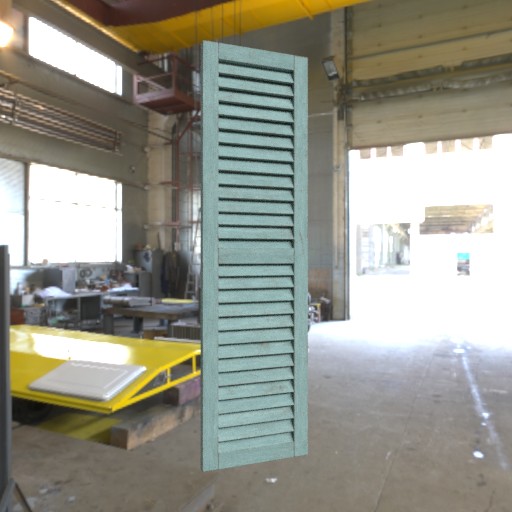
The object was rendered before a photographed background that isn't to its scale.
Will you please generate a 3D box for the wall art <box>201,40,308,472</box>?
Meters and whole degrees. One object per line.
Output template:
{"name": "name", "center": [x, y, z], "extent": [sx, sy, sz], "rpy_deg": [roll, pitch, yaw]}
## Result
{"name": "wall art", "center": [0.000, 0.000, 1.316], "extent": [0.329, 1.219, 0.025], "rpy_deg": [0, 0, -20]}
